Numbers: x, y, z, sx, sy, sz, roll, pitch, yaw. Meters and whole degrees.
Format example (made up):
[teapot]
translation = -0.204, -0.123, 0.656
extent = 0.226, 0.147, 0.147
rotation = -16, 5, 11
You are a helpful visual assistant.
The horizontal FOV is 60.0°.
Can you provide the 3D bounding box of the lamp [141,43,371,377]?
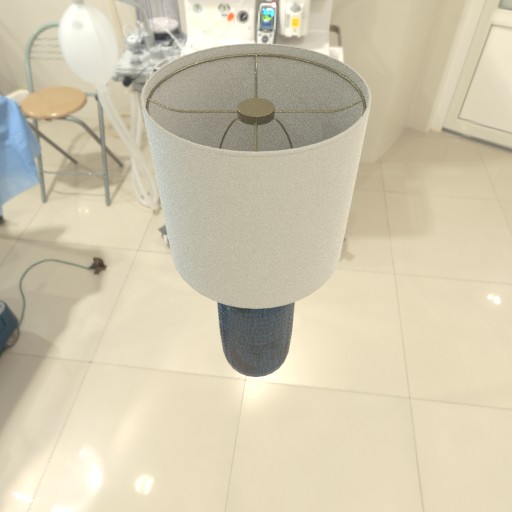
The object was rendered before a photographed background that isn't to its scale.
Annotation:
[lamp]
translation = 0.000, 0.000, 0.603
extent = 0.220, 0.475, 0.220
rotation = 10, 48, 10
